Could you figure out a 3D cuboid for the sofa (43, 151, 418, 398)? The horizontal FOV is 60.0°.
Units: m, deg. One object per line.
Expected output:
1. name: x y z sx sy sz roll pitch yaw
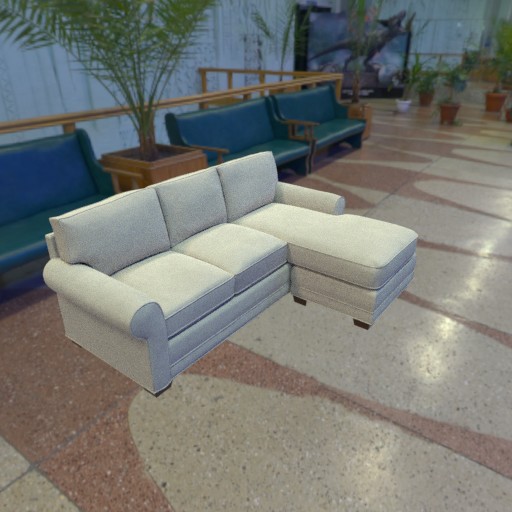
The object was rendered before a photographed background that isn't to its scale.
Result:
1. sofa: 0.000 0.000 2.378 1.226 0.734 1.770 19 32 33
